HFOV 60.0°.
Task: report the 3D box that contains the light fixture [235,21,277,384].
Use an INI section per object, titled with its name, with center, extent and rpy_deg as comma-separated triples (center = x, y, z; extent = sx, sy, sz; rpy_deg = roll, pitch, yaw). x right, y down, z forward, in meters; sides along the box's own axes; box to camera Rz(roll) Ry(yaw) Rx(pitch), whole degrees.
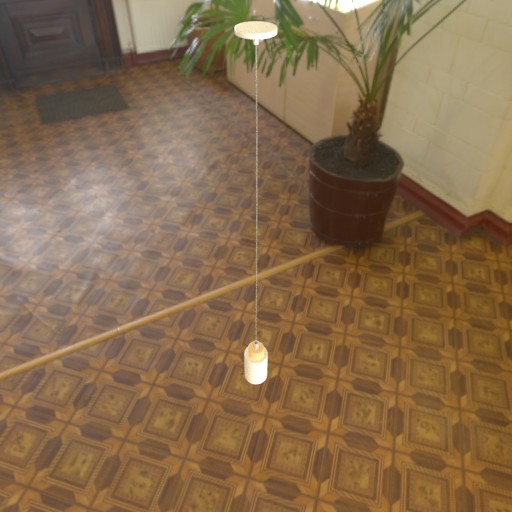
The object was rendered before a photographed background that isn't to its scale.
[light fixture]
center = 0.000, 0.000, 1.893
extent = 0.125, 1.798, 0.125
rpy_deg = 11, 43, 12
